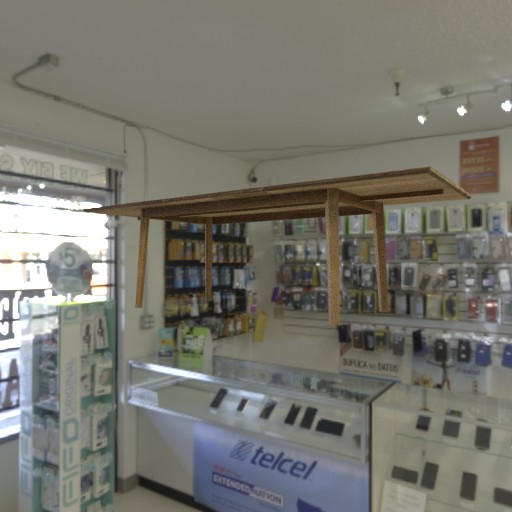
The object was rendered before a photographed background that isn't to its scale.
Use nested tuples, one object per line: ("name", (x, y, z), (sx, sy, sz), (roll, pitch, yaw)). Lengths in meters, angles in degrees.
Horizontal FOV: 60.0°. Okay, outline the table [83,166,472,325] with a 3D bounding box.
("table", (0.000, 0.000, 3.113), (2.603, 0.752, 1.000), (-1, -1, 35))
